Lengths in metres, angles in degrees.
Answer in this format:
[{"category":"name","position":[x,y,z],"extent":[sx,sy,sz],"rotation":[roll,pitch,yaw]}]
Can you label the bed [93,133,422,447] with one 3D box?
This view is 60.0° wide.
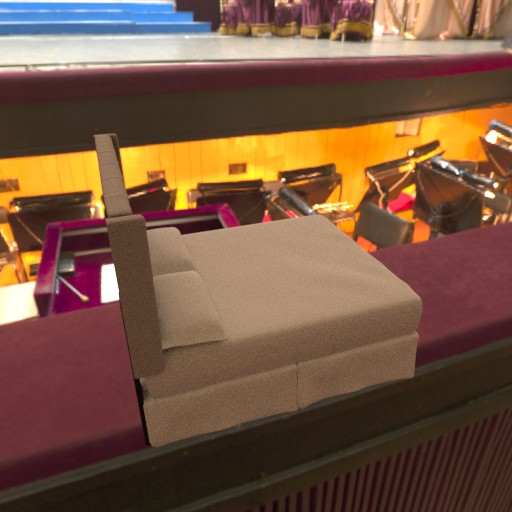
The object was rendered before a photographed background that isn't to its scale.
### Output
[{"category":"bed","position":[0.000,0.000,3.412],"extent":[2.066,1.665,1.719],"rotation":[-10,31,-17]}]
